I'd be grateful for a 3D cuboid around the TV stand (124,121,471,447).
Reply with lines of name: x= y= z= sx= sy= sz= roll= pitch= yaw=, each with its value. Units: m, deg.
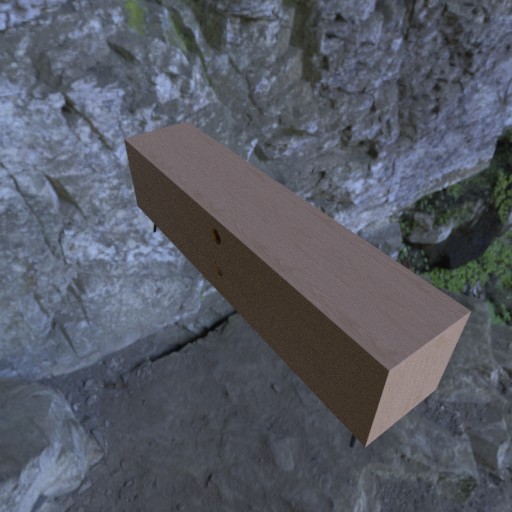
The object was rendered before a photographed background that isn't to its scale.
TV stand: x=0.000 y=0.000 z=2.005 sx=0.400 sy=0.580 sz=1.760 roll=-25 pitch=46 yaw=-27
